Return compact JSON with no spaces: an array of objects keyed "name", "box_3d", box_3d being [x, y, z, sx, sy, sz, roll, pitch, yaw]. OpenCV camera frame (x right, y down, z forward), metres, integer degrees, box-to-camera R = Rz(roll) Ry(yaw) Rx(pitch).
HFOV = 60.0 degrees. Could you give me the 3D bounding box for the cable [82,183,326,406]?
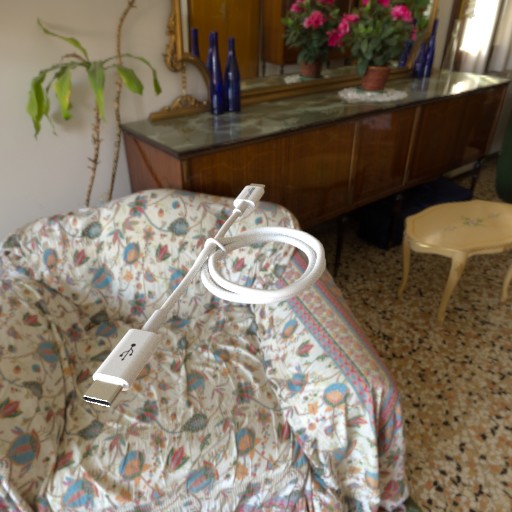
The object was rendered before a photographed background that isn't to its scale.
[{"name":"cable","box_3d":[0.000,0.000,0.226,0.070,0.014,0.203,8,31,13]}]
